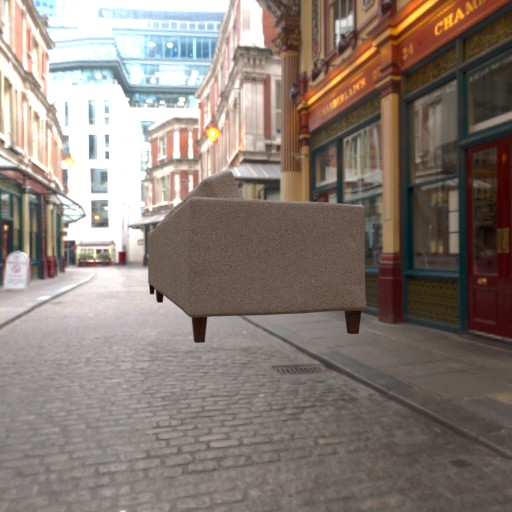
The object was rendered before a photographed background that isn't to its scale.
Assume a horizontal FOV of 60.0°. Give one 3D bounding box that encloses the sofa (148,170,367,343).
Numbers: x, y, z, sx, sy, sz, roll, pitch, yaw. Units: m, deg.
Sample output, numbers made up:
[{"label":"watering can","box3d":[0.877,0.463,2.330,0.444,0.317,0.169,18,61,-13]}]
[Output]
[{"label":"sofa","box3d":[0.000,0.000,3.798,1.625,0.846,3.186,0,-1,-17]}]
